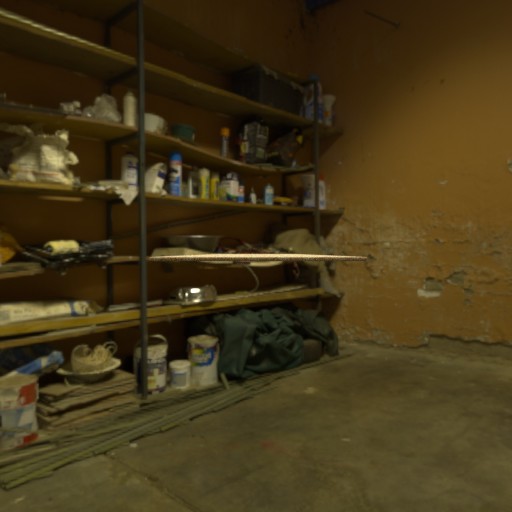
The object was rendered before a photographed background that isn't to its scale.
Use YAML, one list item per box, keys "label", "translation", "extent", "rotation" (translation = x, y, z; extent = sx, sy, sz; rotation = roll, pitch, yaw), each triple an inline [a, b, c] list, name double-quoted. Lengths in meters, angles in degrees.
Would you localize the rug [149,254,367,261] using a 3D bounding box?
- label: "rug"
  translation: [0.000, 0.000, 2.542]
  extent: [0.691, 0.013, 2.289]
  rotation: [0, 0, 0]
